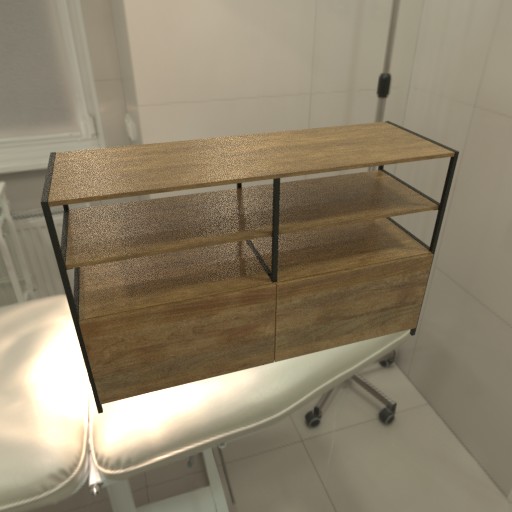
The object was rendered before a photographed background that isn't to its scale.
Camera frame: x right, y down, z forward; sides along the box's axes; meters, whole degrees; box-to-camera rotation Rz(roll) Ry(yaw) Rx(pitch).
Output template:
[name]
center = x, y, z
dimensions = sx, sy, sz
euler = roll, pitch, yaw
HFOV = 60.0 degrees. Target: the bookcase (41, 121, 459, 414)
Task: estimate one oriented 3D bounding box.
[bookcase]
center = 0.000, 0.000, 1.489
dimensions = 1.149, 0.712, 0.391
euler = -10, 32, -16
